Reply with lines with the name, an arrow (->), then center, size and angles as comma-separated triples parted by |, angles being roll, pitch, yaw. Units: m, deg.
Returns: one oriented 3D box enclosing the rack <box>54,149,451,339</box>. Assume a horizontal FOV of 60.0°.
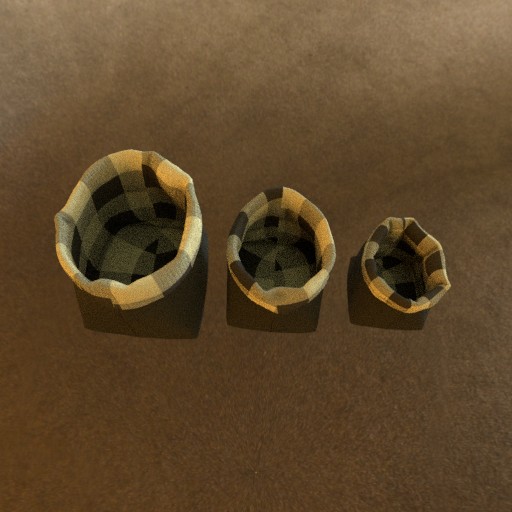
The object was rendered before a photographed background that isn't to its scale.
rack -> 0.000, 0.000, 1.072 | 0.889, 0.329, 0.370 | 3, 64, 2
